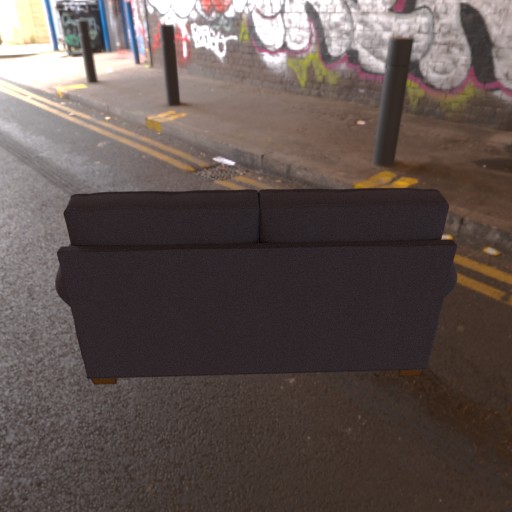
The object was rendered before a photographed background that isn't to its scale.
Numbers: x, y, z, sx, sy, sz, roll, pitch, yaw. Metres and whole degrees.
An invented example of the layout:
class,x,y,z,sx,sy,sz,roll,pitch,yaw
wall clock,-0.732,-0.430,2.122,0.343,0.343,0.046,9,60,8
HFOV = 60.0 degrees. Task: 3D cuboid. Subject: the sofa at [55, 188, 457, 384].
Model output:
class,x,y,z,sx,sy,sz,roll,pitch,yaw
sofa,0.000,0.000,2.522,2.009,1.031,0.951,-1,30,-2
